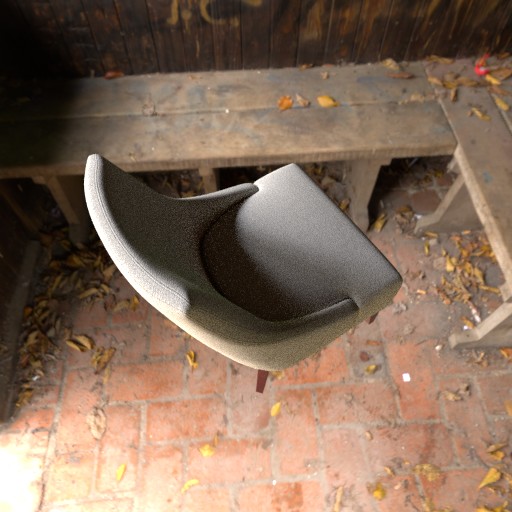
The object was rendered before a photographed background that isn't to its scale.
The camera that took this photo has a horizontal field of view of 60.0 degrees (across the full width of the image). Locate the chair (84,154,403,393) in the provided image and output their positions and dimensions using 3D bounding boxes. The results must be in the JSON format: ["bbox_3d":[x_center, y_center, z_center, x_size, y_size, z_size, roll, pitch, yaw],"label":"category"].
[{"bbox_3d":[0.000,0.000,1.540,0.861,0.909,0.701,-29,62,-17],"label":"chair"}]
